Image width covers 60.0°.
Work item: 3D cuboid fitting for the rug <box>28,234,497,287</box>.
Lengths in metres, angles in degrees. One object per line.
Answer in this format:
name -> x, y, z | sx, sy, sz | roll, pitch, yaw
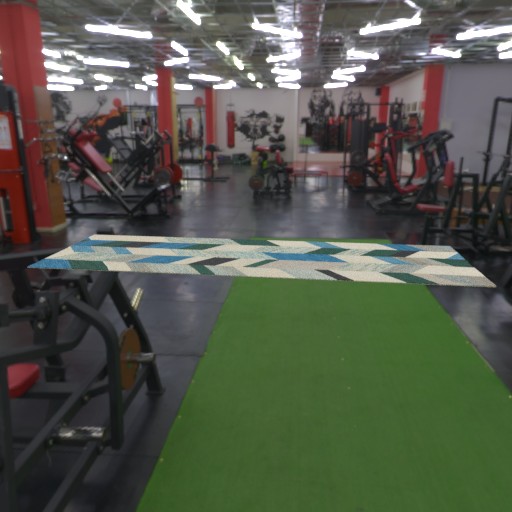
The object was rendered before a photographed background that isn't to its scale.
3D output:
rug -> 0.000, 0.000, 2.645 | 2.437, 0.008, 0.774 | 2, 16, 7
